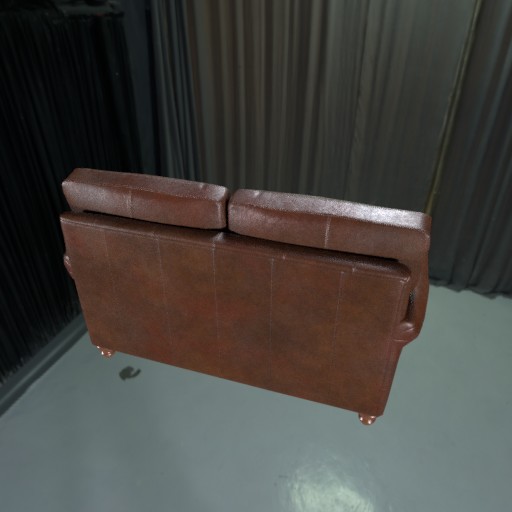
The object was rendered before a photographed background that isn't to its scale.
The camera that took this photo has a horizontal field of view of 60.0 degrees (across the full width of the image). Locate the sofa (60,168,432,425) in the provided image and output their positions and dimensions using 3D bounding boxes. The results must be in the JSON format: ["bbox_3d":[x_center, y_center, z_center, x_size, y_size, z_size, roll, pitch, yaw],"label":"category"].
[{"bbox_3d":[0.000,0.000,2.227,1.616,0.976,0.990,10,33,15],"label":"sofa"}]
